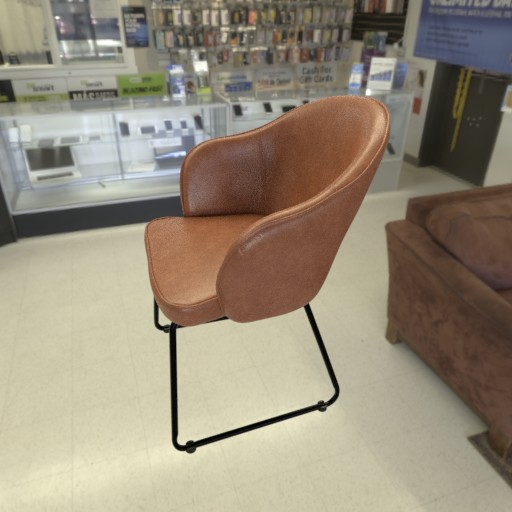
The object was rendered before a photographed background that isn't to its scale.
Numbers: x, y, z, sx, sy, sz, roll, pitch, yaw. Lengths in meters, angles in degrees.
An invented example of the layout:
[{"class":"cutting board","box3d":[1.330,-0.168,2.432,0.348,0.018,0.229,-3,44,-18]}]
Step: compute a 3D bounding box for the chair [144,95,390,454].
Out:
[{"class":"chair","box3d":[0.000,0.000,1.188,0.580,0.785,0.582,-9,31,-15]}]
